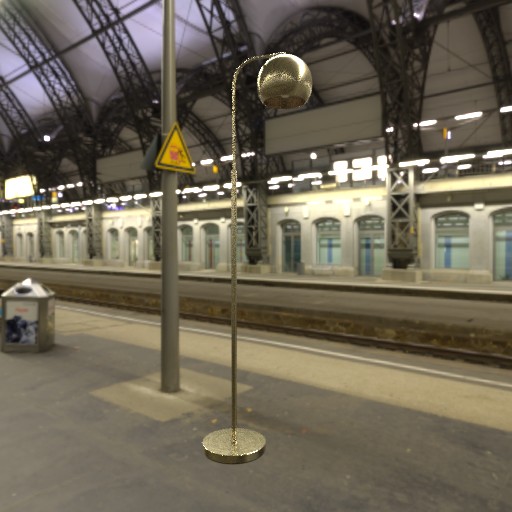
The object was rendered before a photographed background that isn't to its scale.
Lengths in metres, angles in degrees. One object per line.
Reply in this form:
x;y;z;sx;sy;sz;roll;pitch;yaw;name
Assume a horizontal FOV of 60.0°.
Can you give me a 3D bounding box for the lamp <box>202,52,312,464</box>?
0.000;0.000;1.705;0.431;1.526;0.250;0;1;18;lamp
